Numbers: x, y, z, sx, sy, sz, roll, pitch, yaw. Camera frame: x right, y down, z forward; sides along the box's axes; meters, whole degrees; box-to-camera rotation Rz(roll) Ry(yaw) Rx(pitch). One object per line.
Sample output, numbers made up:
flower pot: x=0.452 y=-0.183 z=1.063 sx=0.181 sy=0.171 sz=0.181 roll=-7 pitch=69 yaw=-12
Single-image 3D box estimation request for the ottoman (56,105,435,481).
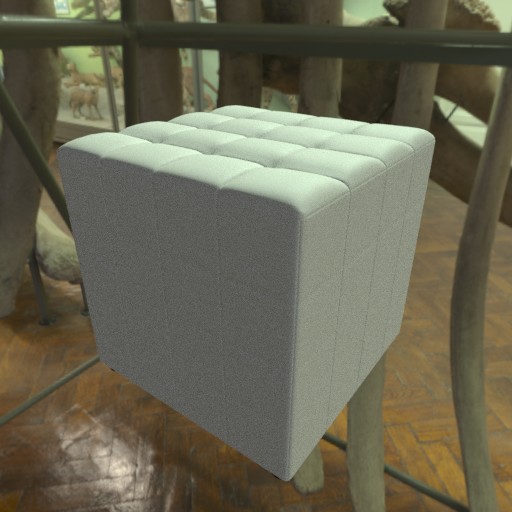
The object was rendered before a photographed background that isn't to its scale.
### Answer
ottoman: x=0.000 y=0.000 z=0.779 sx=0.425 sy=0.432 sz=0.425 roll=19 pitch=33 yaw=32
